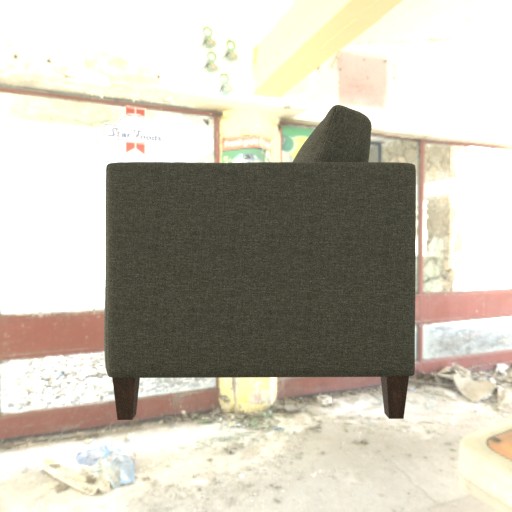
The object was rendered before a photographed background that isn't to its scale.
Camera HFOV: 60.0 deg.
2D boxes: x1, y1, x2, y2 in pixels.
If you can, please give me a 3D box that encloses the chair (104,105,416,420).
[{"bbox_3d":[0.000,0.000,1.825,0.959,0.963,1.107,0,1,-1],"label":"chair"}]
